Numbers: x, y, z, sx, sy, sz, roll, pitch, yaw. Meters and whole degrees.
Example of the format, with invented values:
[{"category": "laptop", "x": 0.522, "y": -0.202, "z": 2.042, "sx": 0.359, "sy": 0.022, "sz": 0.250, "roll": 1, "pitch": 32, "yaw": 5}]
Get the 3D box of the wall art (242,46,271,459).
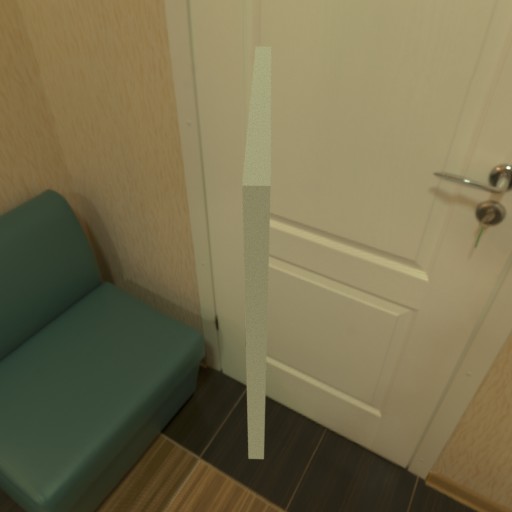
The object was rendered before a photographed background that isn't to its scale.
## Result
[{"category": "wall art", "x": 0.000, "y": 0.000, "z": 1.051, "sx": 0.055, "sy": 0.763, "sz": 0.611, "roll": 1, "pitch": 41, "yaw": 1}]
